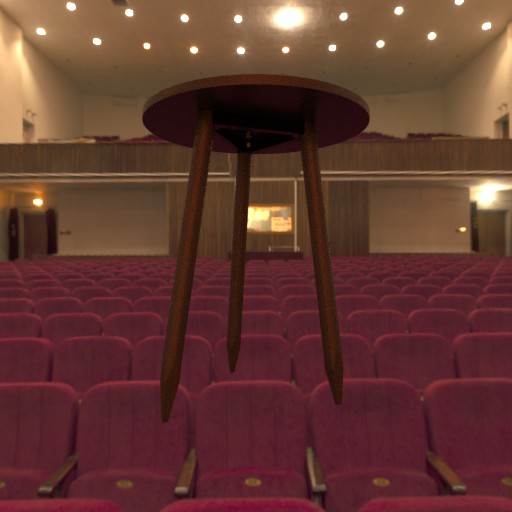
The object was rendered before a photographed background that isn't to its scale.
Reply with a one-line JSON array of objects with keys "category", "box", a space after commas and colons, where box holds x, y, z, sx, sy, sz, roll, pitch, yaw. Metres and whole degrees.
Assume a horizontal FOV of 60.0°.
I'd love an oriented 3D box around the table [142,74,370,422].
[{"category": "table", "box": [0.000, 0.000, 0.918, 0.457, 0.585, 0.457, 0, -1, 0]}]
